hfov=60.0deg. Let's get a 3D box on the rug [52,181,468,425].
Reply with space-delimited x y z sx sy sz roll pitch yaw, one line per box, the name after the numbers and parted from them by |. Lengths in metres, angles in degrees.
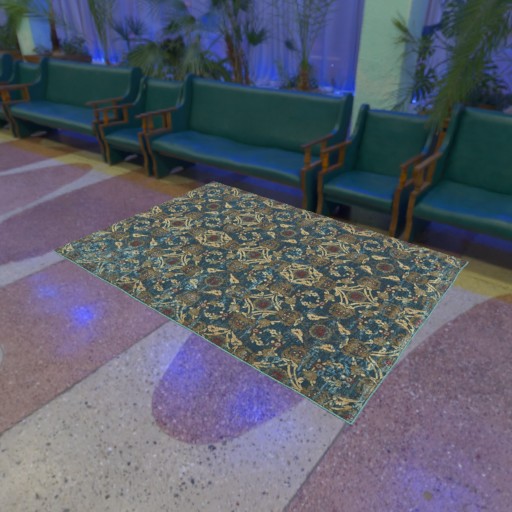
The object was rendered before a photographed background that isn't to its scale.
0.000 0.000 2.875 2.207 0.014 1.567 22 38 32 | rug
